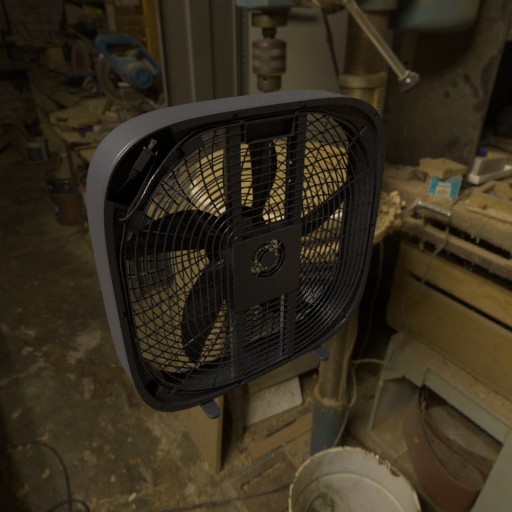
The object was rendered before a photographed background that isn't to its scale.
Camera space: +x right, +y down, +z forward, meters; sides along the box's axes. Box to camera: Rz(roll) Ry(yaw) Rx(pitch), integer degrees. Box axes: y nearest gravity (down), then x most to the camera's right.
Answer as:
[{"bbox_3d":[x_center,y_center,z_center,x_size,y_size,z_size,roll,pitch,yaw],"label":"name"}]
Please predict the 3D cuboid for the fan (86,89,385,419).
[{"bbox_3d":[0.000,0.000,0.789,0.526,0.533,0.142,-19,35,-29],"label":"fan"}]
